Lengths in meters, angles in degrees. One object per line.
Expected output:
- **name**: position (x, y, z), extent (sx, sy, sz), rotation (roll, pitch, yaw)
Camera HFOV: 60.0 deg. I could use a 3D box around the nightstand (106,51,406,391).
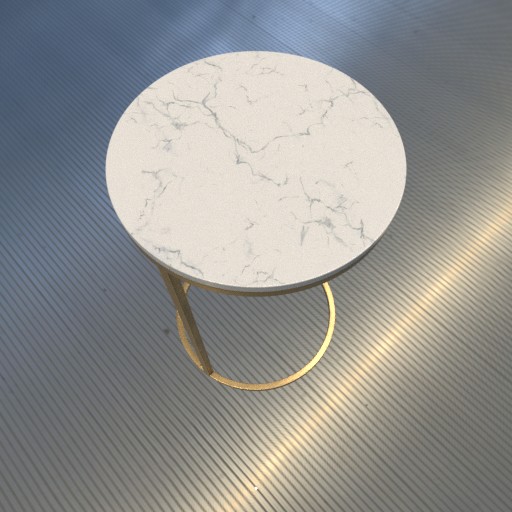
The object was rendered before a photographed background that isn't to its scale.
- **nightstand**: position (0.000, 0.000, 0.866), extent (0.400, 0.610, 0.400), rotation (1, 62, 0)
